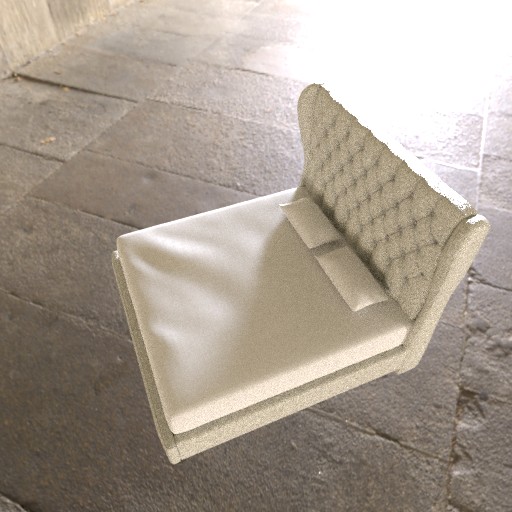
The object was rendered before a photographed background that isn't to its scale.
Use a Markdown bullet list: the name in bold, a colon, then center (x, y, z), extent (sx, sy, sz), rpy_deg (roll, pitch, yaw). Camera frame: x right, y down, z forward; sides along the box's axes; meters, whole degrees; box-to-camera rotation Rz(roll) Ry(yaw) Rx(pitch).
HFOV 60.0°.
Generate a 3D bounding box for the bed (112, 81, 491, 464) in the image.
- **bed**: center (0.000, 0.000, 3.773), extent (2.347, 1.771, 2.219), rpy_deg (-17, 49, -15)
